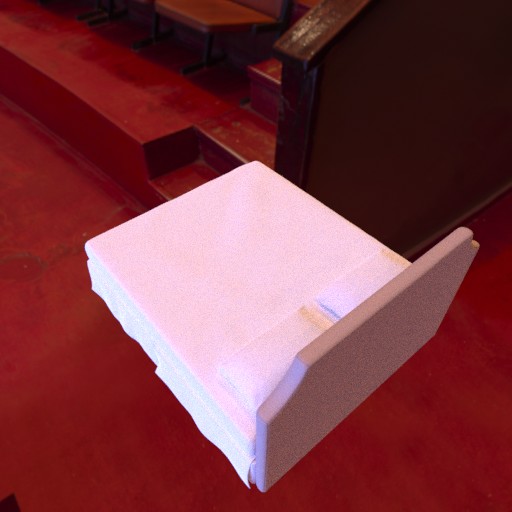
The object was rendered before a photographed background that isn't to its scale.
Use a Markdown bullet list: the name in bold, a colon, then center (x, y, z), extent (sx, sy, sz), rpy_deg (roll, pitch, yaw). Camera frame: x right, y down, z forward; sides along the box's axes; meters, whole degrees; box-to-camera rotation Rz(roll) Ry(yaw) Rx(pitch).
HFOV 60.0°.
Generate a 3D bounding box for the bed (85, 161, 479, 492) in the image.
- **bed**: center (0.000, 0.000, 4.002), extent (2.350, 1.590, 2.773), rpy_deg (-31, 53, -27)
